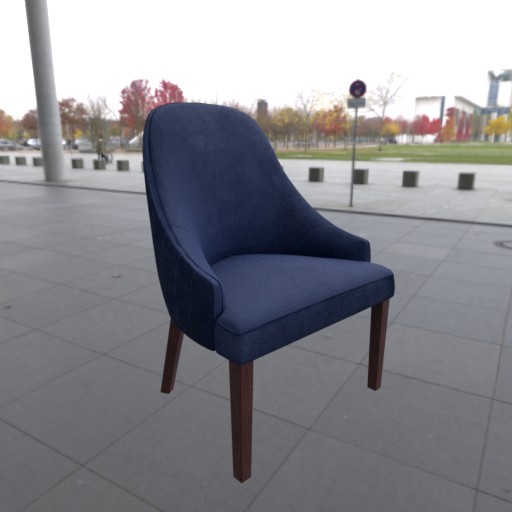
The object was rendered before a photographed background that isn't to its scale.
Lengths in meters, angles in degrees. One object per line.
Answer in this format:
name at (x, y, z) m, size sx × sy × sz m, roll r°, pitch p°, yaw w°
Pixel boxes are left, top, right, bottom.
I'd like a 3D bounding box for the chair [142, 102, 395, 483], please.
chair at (0.000, 0.000, 1.312) m, size 0.643 × 0.889 × 0.575 m, roll -14°, pitch 20°, yaw -42°
